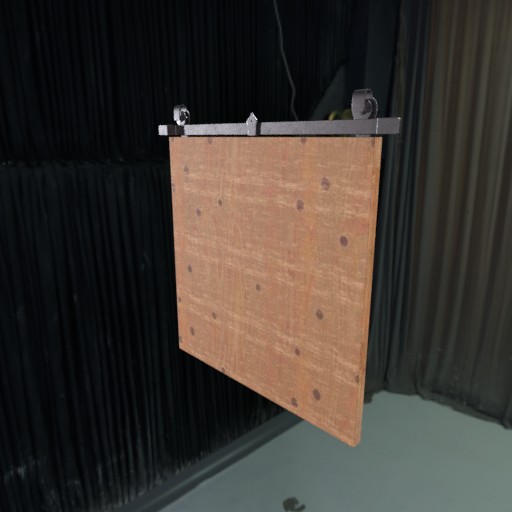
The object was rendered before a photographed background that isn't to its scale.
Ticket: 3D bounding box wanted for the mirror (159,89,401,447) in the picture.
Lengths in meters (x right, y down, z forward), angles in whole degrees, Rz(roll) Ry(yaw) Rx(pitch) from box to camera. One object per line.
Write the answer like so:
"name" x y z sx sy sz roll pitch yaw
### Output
"mirror" 0.000 0.000 1.191 0.054 0.800 0.805 -14 21 -42
